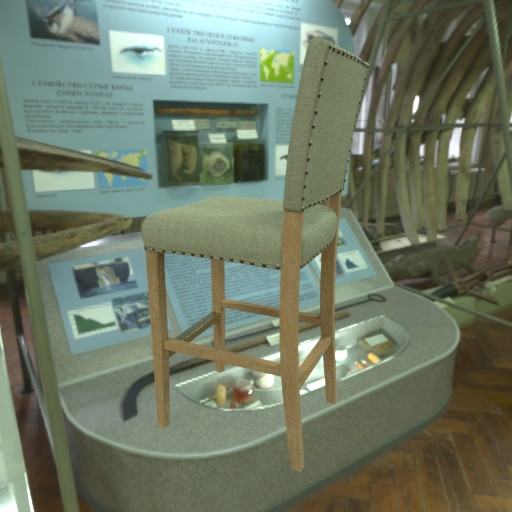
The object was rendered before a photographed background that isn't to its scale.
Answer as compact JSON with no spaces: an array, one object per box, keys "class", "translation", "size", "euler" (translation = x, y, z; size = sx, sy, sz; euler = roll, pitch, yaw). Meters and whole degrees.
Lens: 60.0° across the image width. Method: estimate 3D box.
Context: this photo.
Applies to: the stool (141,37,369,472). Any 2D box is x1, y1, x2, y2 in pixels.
[{"class":"stool","translation":[0.000,0.000,1.454],"size":[0.585,1.203,0.445],"euler":[8,18,24]}]
